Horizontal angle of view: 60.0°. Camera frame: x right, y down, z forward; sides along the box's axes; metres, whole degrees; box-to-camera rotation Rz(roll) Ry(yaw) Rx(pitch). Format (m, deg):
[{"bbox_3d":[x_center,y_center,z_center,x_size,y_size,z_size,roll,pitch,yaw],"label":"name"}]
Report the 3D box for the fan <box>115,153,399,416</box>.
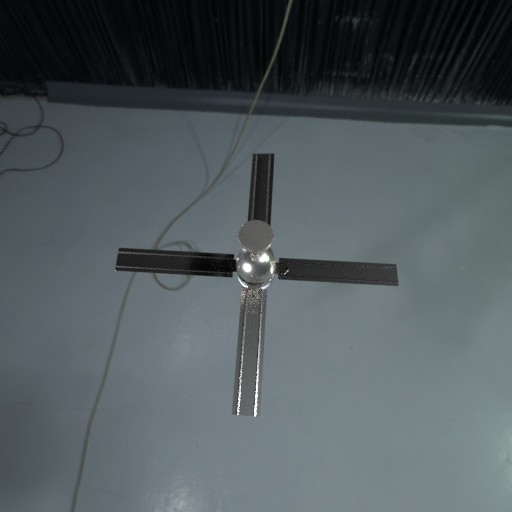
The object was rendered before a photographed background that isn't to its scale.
[{"bbox_3d":[0.000,0.000,2.007,1.346,0.406,1.346,2,65,1],"label":"fan"}]
